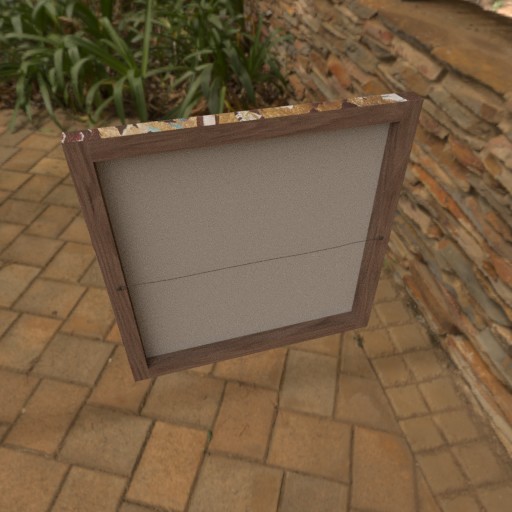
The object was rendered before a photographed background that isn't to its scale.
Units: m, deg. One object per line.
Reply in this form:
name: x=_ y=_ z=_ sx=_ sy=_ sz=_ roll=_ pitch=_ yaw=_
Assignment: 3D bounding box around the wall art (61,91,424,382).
wall art: x=0.000 y=0.000 z=0.930 sx=0.609 sy=0.613 sz=0.041 roll=-11 pitch=42 yaw=-12
